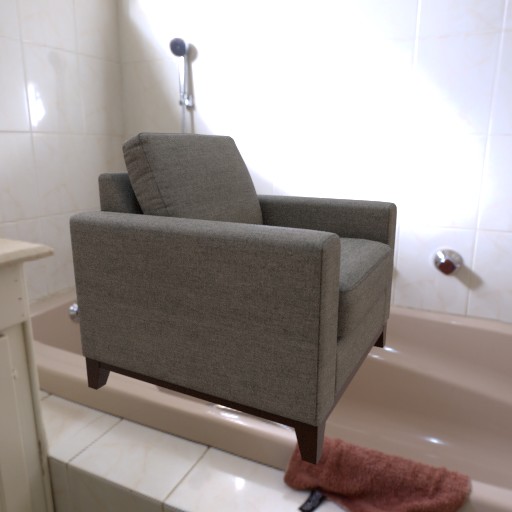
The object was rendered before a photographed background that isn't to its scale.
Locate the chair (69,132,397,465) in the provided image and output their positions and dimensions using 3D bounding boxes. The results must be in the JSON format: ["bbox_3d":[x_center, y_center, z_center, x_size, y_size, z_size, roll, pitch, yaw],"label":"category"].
[{"bbox_3d":[0.000,0.000,1.882,1.038,1.010,1.024,7,15,27],"label":"chair"}]
